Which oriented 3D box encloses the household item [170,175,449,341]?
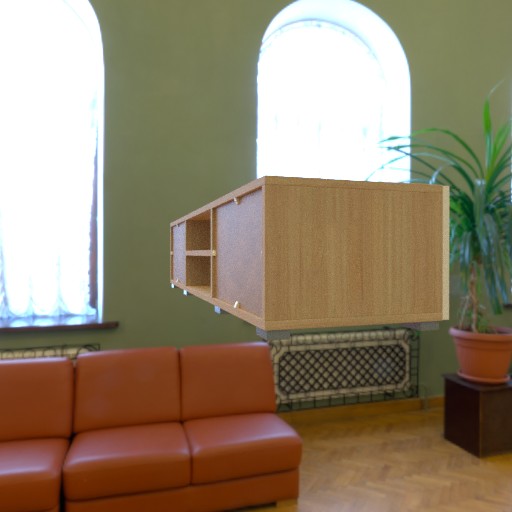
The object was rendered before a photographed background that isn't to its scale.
[{"bbox_3d":[0.000,0.000,1.553,0.420,0.310,1.400,0,0,-18],"label":"household item"}]
